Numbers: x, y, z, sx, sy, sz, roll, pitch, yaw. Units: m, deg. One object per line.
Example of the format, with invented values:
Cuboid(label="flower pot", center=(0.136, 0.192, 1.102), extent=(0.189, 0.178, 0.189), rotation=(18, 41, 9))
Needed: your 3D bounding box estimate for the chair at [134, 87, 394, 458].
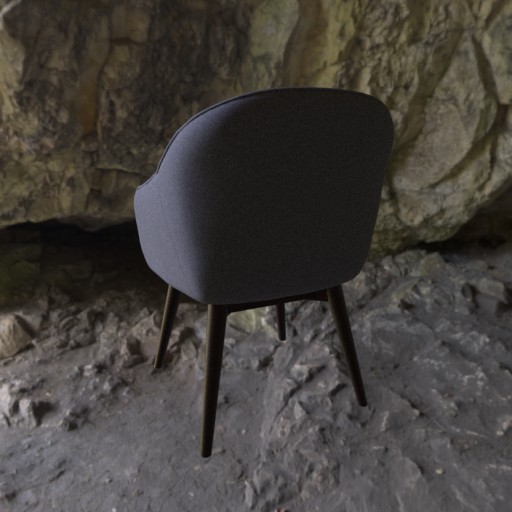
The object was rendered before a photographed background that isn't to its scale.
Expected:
Cuboid(label="chair", center=(0.000, 0.000, 1.212), extent=(0.589, 0.810, 0.611), rotation=(-7, 17, -25))
